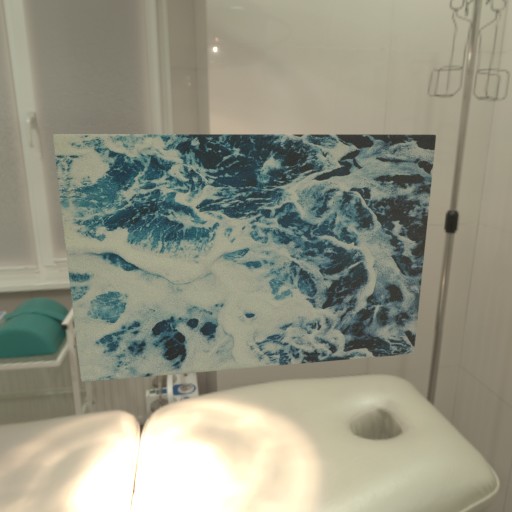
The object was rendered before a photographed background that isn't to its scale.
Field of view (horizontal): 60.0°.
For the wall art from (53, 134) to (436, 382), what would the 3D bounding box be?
[{"bbox_3d":[0.000,0.000,0.769,0.609,0.407,0.043,-3,15,-9],"label":"wall art"}]
